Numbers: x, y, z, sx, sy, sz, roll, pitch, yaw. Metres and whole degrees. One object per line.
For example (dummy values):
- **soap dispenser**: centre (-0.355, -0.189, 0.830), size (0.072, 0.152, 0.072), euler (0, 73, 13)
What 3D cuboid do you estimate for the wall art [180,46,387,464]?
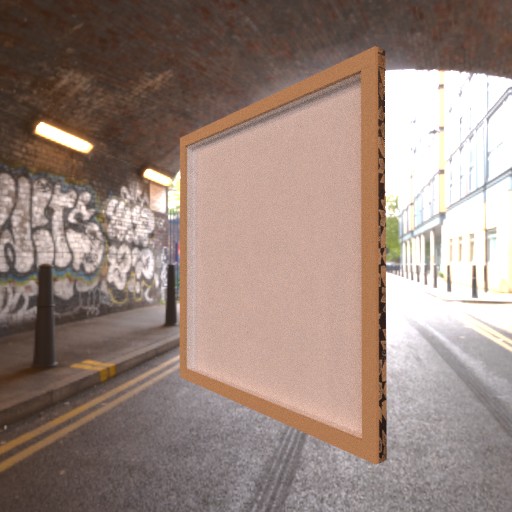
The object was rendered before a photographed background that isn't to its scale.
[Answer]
- **wall art**: centre (0.000, 0.000, 1.339), size (0.038, 0.914, 0.914), euler (0, -1, -37)
